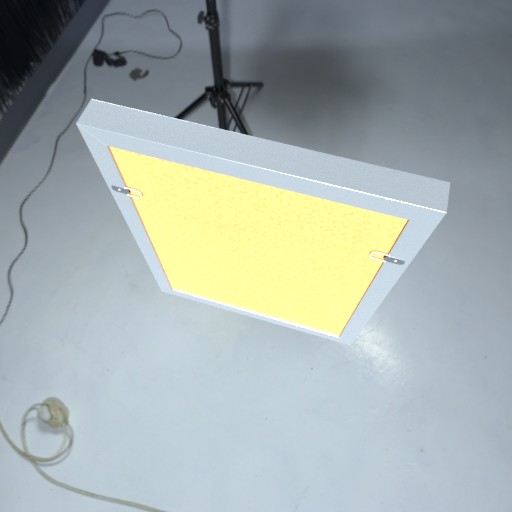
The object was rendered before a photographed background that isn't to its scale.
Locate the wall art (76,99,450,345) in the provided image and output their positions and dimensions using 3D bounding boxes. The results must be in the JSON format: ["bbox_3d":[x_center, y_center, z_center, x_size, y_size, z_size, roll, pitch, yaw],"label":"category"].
[{"bbox_3d":[0.000,0.000,0.529,0.308,0.379,0.030,15,65,7],"label":"wall art"}]
